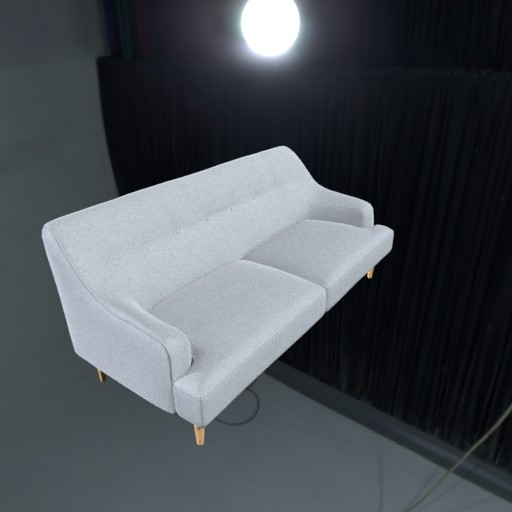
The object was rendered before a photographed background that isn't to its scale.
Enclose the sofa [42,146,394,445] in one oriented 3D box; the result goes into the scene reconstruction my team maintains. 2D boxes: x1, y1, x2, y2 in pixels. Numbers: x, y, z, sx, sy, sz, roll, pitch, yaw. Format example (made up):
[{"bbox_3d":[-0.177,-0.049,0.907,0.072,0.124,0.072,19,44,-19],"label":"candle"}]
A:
[{"bbox_3d":[0.000,0.000,2.628,0.978,0.871,2.057,18,31,32],"label":"sofa"}]
